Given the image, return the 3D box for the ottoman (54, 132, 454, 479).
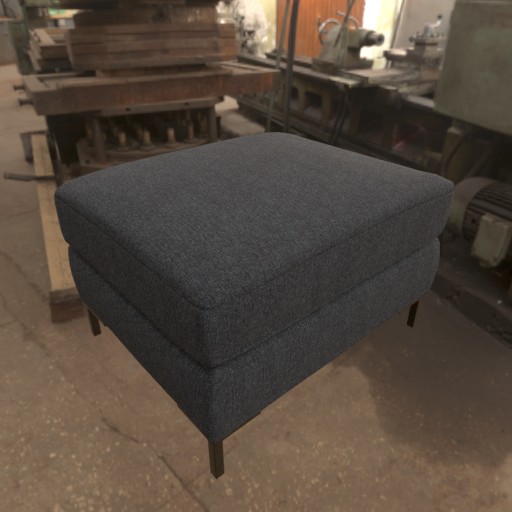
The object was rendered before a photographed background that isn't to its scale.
[{"bbox_3d":[0.000,0.000,1.260,0.831,0.533,0.695,-24,38,-35],"label":"ottoman"}]
